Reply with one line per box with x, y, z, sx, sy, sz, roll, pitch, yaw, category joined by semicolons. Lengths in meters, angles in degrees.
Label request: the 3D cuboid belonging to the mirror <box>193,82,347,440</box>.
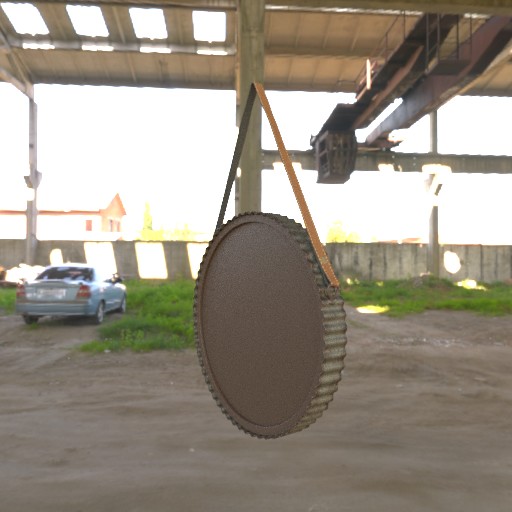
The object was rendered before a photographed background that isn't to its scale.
0.000;0.000;0.722;0.042;0.568;0.355;1;-1;-37;mirror
